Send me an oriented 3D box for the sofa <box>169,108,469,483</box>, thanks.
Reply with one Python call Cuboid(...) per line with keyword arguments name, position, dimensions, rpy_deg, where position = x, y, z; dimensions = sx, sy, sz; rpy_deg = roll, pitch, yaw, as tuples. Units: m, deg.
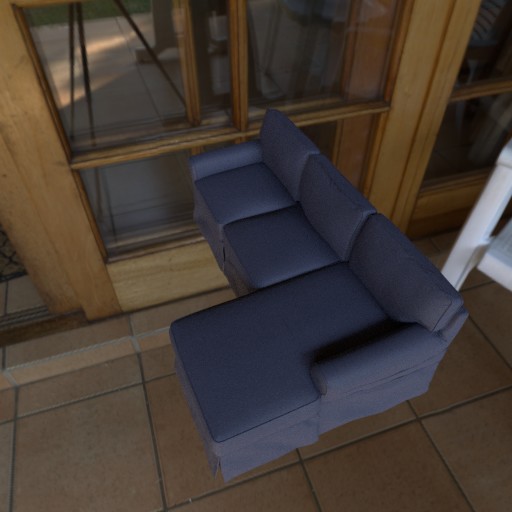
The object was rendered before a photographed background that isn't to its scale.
Cuboid(name="sofa", position=(0.000, 0.000, 3.343), dimensions=(1.637, 1.039, 2.518), rpy_deg=(-18, 49, -17))
